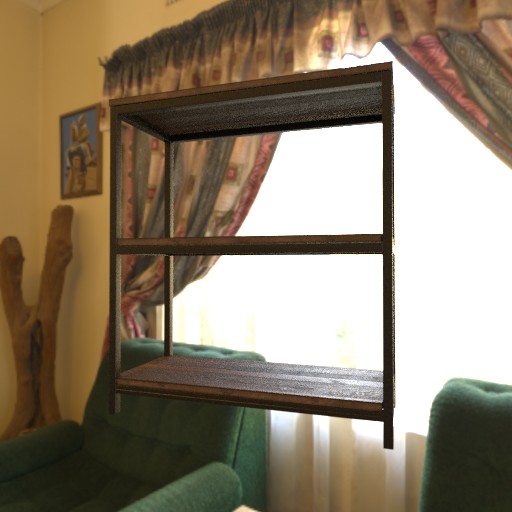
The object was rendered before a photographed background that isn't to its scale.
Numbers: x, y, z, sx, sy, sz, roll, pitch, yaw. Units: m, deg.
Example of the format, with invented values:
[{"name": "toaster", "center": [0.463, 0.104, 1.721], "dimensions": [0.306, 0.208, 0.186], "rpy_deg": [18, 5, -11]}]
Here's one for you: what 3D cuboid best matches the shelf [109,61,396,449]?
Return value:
[{"name": "shelf", "center": [0.000, 0.000, 1.374], "dimensions": [0.822, 0.947, 0.352], "rpy_deg": [0, -1, 18]}]
